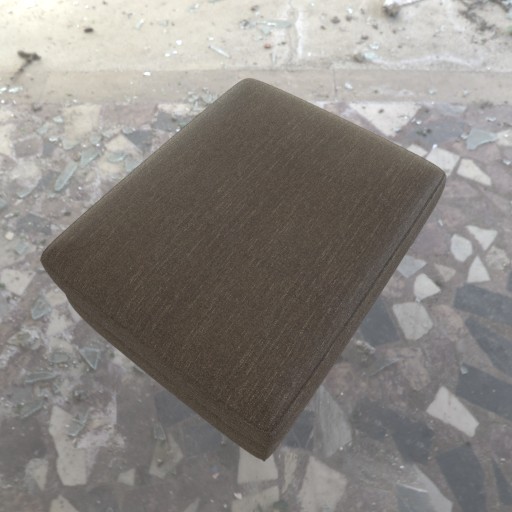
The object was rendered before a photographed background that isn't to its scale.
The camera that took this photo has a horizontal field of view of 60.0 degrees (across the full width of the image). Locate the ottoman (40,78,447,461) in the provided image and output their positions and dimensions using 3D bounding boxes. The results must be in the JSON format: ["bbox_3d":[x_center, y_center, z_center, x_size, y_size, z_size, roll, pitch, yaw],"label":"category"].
[{"bbox_3d":[0.000,0.000,1.220,0.671,0.490,0.820,32,64,18],"label":"ottoman"}]
